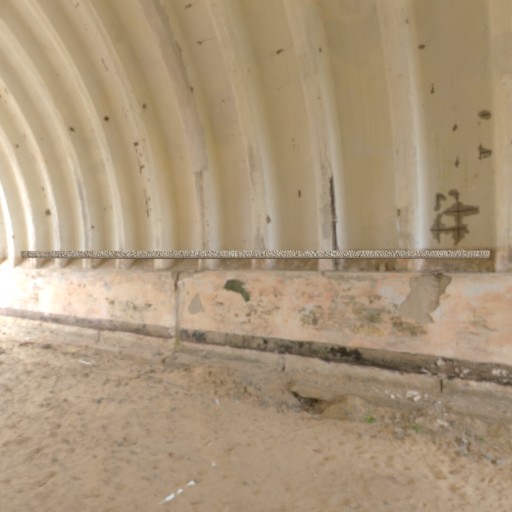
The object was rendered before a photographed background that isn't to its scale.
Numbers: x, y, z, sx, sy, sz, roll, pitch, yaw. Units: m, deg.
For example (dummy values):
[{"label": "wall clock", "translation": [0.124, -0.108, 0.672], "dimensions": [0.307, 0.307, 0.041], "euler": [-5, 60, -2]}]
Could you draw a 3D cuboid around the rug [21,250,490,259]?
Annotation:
[{"label": "rug", "translation": [0.000, 0.000, 2.095], "dimensions": [1.600, 0.025, 1.199], "euler": [0, -1, 1]}]
